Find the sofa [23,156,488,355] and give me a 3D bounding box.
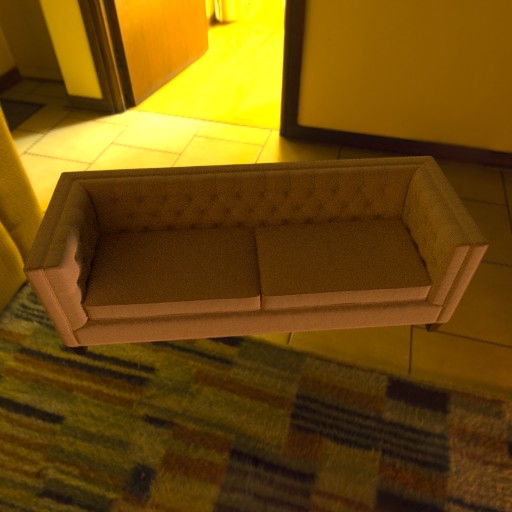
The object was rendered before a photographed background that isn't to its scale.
[{"bbox_3d":[0.000,0.000,2.571,2.159,0.762,0.775,-3,46,-3],"label":"sofa"}]
